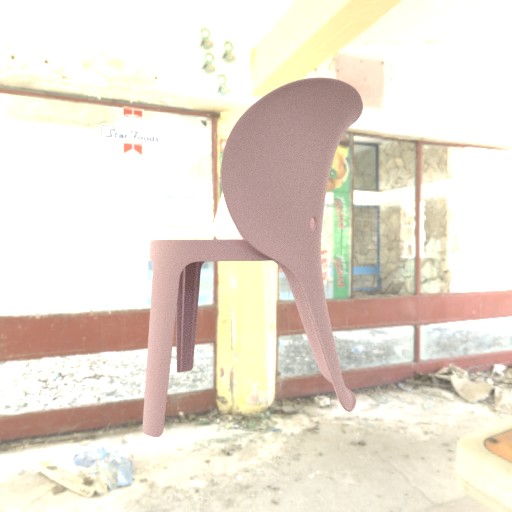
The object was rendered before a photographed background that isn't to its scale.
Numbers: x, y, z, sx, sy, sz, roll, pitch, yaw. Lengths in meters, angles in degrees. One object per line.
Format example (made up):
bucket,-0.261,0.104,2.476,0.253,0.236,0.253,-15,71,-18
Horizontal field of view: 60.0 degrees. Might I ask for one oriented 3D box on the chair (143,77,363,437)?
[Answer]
chair,0.000,0.000,0.869,0.402,0.554,0.451,0,1,-1
